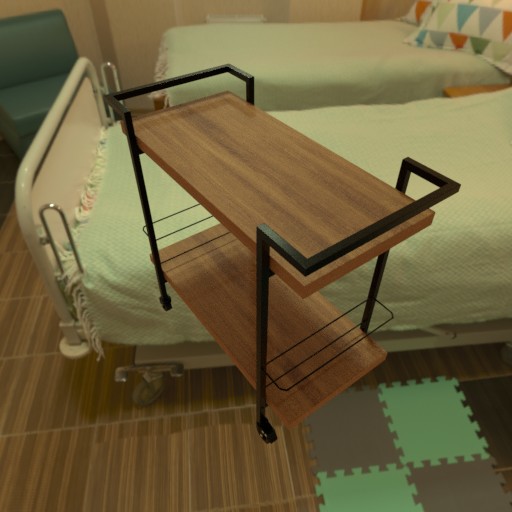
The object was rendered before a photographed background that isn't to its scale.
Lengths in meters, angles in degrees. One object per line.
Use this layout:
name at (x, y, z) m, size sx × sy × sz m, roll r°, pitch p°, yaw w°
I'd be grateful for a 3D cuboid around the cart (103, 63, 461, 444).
cart at (0.000, 0.000, 1.266) m, size 0.406 × 0.762 × 0.806 m, roll -26°, pitch 49°, yaw -26°
